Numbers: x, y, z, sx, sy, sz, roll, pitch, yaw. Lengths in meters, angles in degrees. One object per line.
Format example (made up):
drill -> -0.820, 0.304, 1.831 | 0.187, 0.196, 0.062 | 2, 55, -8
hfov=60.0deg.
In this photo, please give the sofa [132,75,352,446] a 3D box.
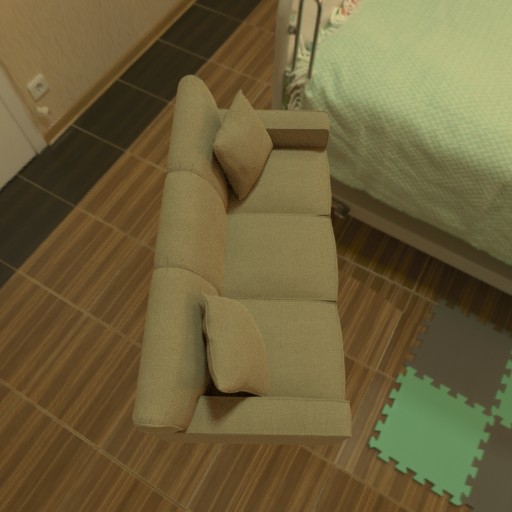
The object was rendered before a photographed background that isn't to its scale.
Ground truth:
sofa -> 0.000, 0.000, 2.623 | 0.997, 0.958, 2.024 | 1, 63, 0
